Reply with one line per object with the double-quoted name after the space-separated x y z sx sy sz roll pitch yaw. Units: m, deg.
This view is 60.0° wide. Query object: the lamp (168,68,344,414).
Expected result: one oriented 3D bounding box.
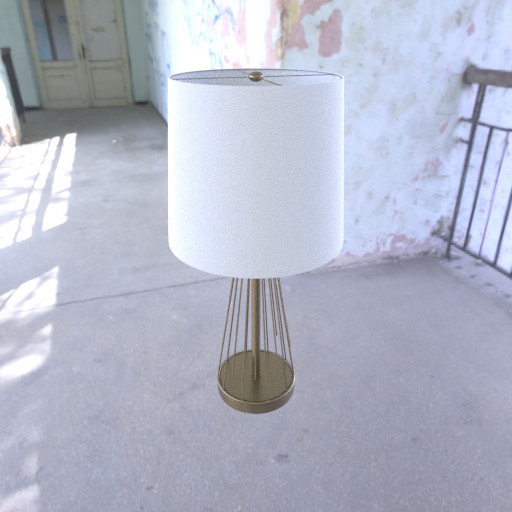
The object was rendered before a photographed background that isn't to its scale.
0.000 0.000 0.801 0.303 0.618 0.303 0 28 0 "lamp"
